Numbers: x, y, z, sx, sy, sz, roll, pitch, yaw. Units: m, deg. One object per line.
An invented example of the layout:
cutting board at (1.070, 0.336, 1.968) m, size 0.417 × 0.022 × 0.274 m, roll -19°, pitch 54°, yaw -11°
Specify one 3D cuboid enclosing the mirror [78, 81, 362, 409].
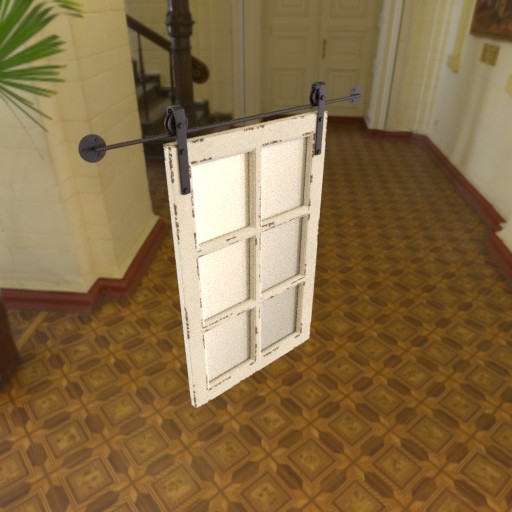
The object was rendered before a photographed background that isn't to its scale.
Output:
mirror at (0.000, 0.000, 1.200) m, size 0.808 × 0.844 × 0.037 m, roll -23°, pitch 38°, yaw -34°
